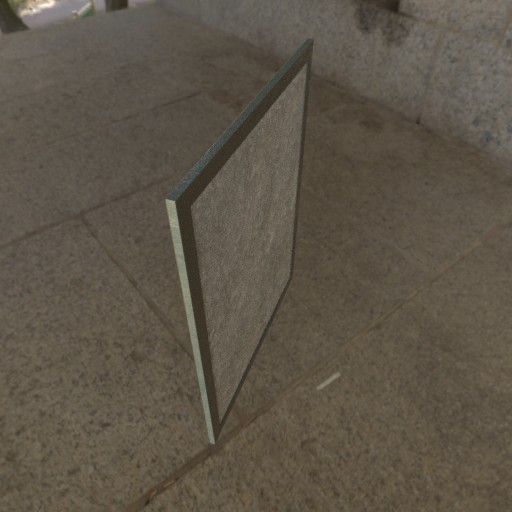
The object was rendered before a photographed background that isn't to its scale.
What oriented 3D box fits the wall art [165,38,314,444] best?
[{"bbox_3d":[0.000,0.000,1.318,0.030,0.983,0.767,16,48,15],"label":"wall art"}]
